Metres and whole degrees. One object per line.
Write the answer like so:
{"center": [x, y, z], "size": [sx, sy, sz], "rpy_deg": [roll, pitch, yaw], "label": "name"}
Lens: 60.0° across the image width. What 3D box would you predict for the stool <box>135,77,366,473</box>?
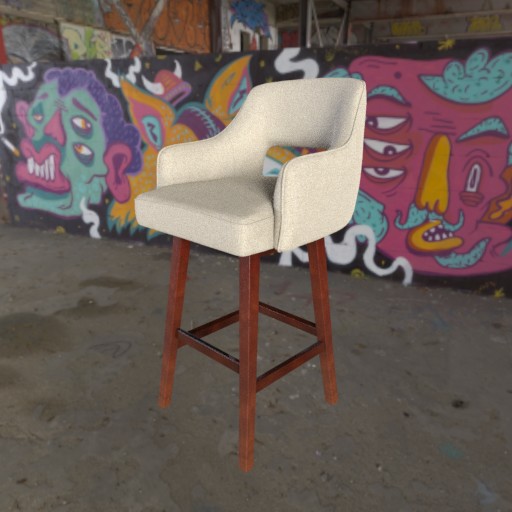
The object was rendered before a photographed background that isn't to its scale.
{"center": [0.000, 0.000, 1.365], "size": [0.550, 1.041, 0.560], "rpy_deg": [17, 25, 41], "label": "stool"}
